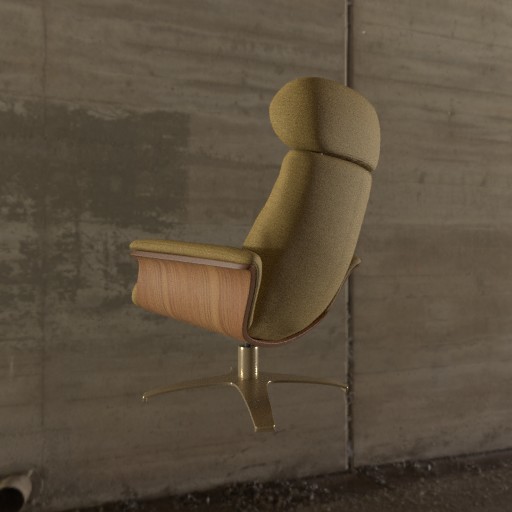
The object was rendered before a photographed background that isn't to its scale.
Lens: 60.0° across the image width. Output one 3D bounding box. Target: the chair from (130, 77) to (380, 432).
[{"bbox_3d":[0.000,0.000,1.574,0.837,0.995,0.785,0,0,37],"label":"chair"}]
